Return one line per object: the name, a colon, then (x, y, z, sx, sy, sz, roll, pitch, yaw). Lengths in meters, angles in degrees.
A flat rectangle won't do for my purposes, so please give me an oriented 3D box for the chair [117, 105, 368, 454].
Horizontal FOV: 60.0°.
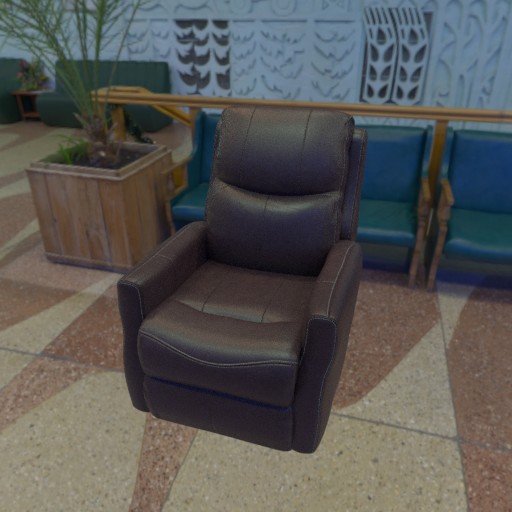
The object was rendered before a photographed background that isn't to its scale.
chair: (0.000, 0.000, 1.793, 0.829, 1.030, 1.080, 8, 29, 15)
